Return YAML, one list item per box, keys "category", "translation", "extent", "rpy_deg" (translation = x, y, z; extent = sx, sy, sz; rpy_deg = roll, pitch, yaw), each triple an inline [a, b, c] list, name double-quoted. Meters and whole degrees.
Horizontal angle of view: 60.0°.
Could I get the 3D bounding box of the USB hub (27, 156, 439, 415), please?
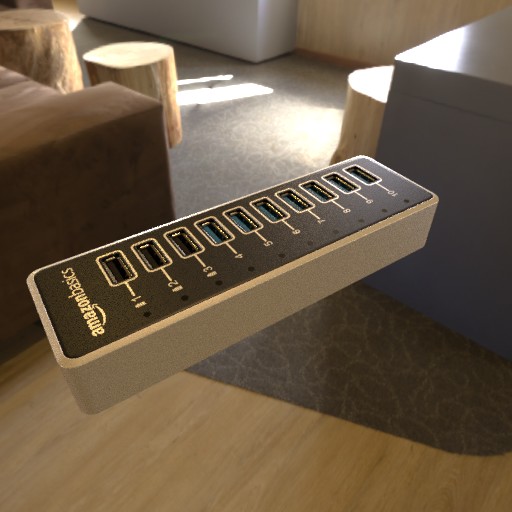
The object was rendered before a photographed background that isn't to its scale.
- category: "USB hub"
  translation: [0.000, 0.000, 0.162]
  extent: [0.145, 0.023, 0.044]
  rpy_deg: [-23, 45, -25]
